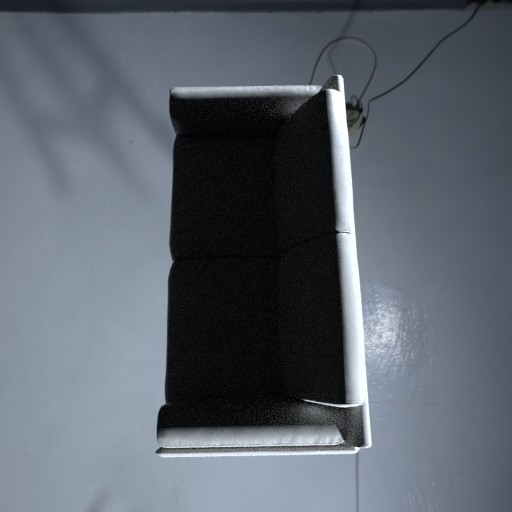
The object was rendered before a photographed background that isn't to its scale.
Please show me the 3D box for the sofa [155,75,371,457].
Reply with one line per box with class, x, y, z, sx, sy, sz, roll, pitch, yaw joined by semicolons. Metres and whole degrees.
sofa;0.000;0.000;2.562;1.049;0.930;2.101;-1;75;0
